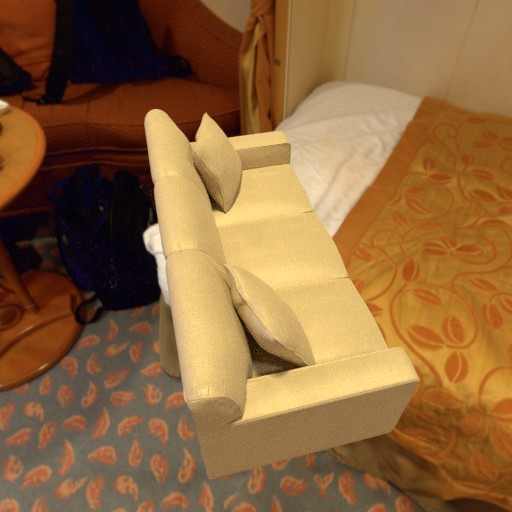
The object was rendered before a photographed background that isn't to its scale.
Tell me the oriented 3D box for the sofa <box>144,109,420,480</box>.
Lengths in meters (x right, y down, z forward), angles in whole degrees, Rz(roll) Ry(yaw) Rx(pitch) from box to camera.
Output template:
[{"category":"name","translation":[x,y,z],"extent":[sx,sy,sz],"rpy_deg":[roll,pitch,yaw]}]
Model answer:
[{"category":"sofa","translation":[0.000,0.000,2.550],"extent":[0.997,0.958,2.024],"rpy_deg":[-10,47,-10]}]
